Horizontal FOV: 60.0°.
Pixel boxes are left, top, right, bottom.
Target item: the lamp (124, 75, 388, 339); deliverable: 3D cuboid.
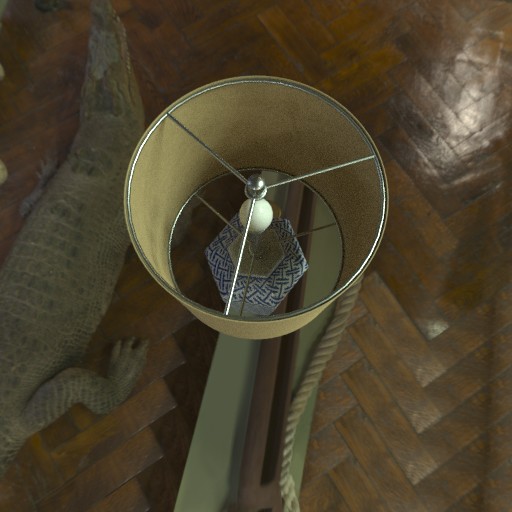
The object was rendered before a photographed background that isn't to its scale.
[{"bbox_3d":[0.000,0.000,0.847,0.320,0.682,0.320,12,76,3],"label":"lamp"}]
